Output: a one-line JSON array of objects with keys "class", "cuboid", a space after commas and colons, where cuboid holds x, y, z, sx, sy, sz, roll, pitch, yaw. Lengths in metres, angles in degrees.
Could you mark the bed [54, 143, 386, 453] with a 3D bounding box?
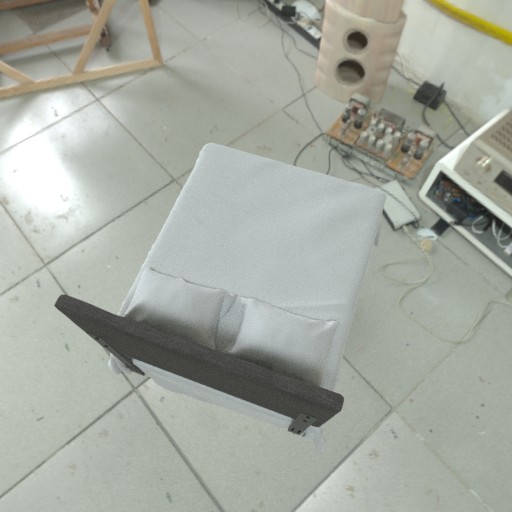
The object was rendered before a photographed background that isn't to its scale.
[{"class": "bed", "cuboid": [0.000, 0.000, 3.412, 1.936, 1.577, 2.222, 18, 65, 9]}]
